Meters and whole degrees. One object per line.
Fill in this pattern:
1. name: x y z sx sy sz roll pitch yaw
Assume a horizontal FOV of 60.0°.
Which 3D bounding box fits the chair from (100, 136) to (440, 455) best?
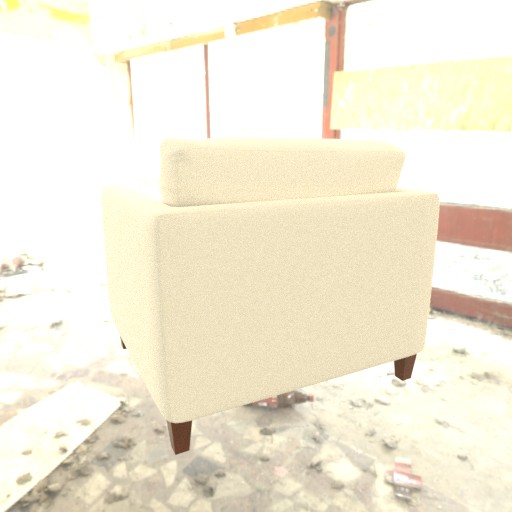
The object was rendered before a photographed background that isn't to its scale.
1. chair: 0.000 0.000 1.712 1.019 0.885 0.878 -7 16 -26
